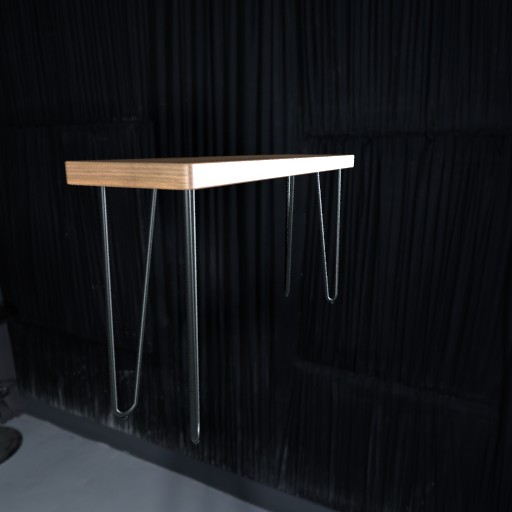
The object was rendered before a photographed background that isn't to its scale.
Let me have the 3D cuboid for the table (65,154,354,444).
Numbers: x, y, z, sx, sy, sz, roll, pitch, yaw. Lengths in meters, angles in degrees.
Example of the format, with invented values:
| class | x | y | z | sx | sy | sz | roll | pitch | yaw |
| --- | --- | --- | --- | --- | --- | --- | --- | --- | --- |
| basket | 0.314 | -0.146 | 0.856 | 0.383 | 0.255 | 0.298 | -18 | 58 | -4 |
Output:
| class | x | y | z | sx | sy | sz | roll | pitch | yaw |
| --- | --- | --- | --- | --- | --- | --- | --- | --- | --- |
| table | 0.000 | 0.000 | 1.914 | 0.425 | 0.834 | 1.570 | 7 | 15 | 26 |
